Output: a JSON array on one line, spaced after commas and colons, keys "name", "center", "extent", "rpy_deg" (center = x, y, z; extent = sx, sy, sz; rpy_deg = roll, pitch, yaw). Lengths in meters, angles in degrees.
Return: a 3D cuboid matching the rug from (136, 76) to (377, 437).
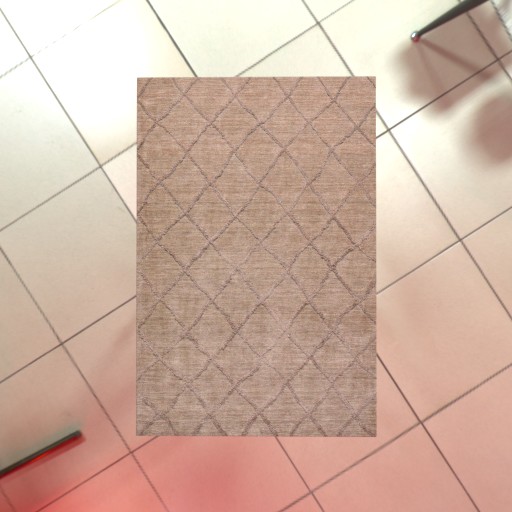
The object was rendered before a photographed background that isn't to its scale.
[{"name": "rug", "center": [0.000, 0.000, 2.813], "extent": [1.521, 0.015, 2.280], "rpy_deg": [0, 90, 1]}]
